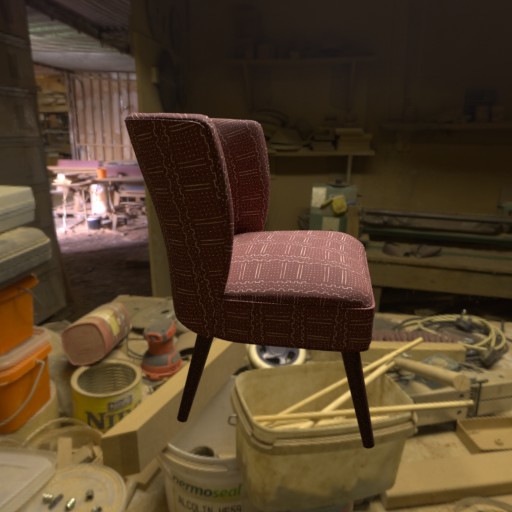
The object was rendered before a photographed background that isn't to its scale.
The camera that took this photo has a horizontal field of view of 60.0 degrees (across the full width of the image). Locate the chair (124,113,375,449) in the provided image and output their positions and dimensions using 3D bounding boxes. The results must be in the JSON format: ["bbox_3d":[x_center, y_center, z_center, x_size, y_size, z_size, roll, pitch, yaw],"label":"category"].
[{"bbox_3d":[0.000,0.000,1.419,0.758,0.866,0.706,3,16,10],"label":"chair"}]
